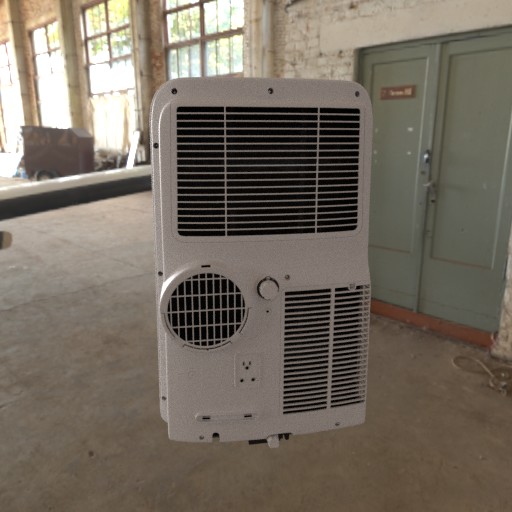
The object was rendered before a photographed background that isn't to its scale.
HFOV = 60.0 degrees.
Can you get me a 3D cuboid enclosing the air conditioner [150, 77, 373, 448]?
[{"bbox_3d":[0.000,0.000,1.069,0.478,0.765,0.467,-2,15,-9],"label":"air conditioner"}]
